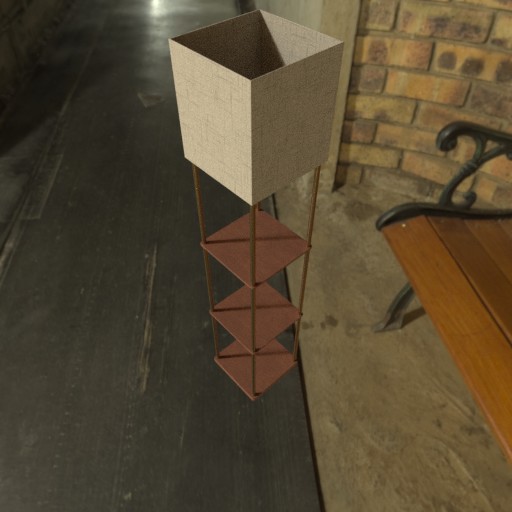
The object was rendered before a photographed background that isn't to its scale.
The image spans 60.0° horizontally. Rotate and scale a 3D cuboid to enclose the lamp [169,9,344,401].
[{"bbox_3d":[0.000,0.000,1.671,0.310,1.569,0.308,-34,56,-27],"label":"lamp"}]
